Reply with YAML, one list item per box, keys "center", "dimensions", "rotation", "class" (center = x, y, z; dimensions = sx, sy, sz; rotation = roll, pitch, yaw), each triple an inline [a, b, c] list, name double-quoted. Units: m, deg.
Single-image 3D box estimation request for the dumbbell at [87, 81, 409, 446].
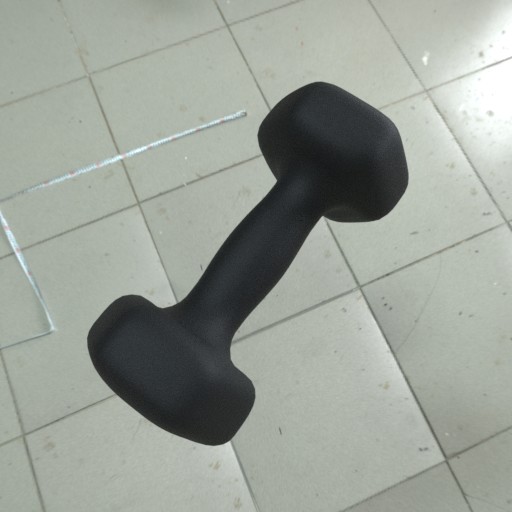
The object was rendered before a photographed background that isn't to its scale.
- center: [0.000, 0.000, 0.290]
  dimensions: [0.112, 0.101, 0.231]
  rotation: [36, 77, 9]
  class: "dumbbell"
